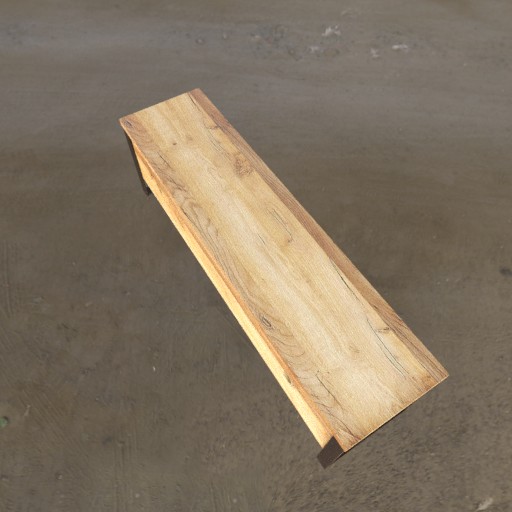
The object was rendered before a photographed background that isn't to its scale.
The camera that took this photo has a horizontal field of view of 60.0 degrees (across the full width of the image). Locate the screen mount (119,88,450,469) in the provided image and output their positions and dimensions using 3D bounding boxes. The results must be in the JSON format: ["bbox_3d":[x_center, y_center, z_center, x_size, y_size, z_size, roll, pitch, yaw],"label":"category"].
[{"bbox_3d":[0.000,0.000,1.764,0.395,0.450,1.524,-28,62,-17],"label":"screen mount"}]
